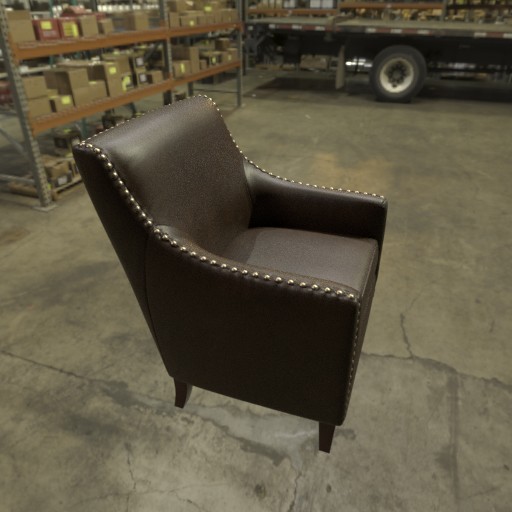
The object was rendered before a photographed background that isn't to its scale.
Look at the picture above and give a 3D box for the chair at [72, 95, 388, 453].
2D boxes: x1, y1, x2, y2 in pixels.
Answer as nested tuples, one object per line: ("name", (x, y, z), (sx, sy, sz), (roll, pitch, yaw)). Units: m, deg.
("chair", (0.000, 0.000, 1.345), (0.704, 0.813, 0.639), (11, 32, 17))
